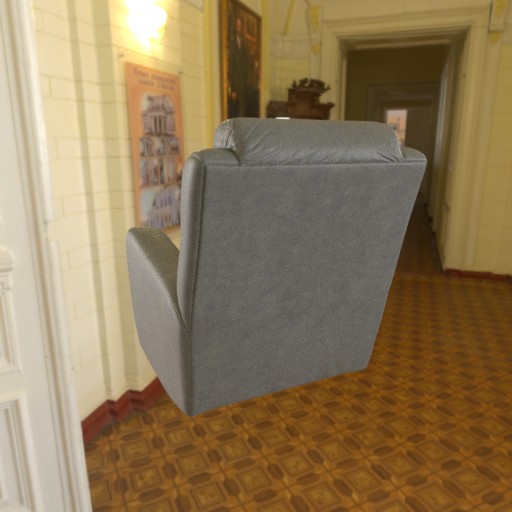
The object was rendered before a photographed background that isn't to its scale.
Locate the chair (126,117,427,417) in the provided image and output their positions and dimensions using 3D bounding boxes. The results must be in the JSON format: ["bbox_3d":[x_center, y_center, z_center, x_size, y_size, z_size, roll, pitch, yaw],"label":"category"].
[{"bbox_3d":[0.000,0.000,1.959,0.965,1.116,1.068,-7,16,-25],"label":"chair"}]
